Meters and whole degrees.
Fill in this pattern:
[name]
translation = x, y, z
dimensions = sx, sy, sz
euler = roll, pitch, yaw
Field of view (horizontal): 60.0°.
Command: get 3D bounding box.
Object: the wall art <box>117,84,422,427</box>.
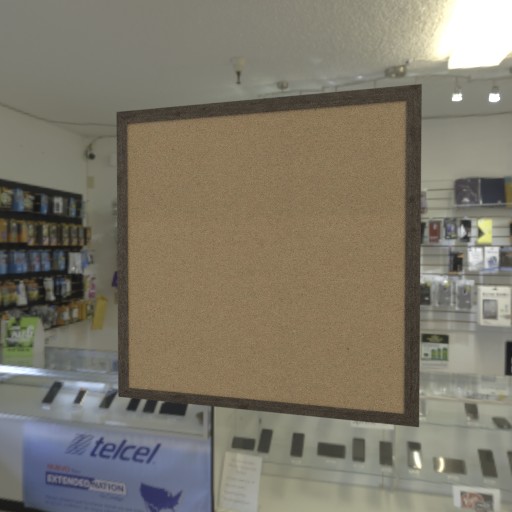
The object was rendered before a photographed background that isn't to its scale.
[wall art]
translation = 0.000, 0.000, 0.656
dimensions = 0.457, 0.457, 0.013
euler = 0, 1, 15
